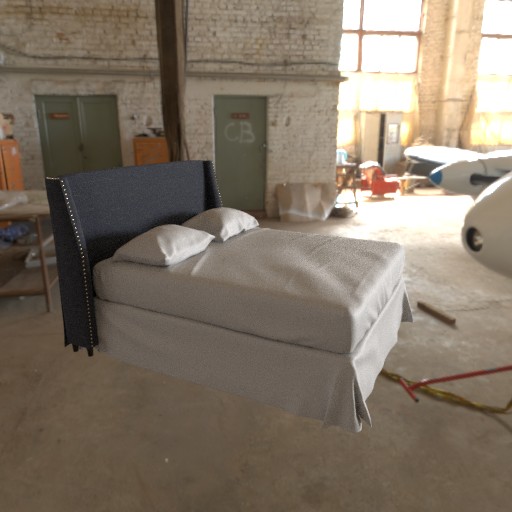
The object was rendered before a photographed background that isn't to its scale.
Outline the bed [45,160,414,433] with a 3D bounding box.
[{"bbox_3d":[0.000,0.000,3.483,2.276,1.332,1.925,8,18,26],"label":"bed"}]
